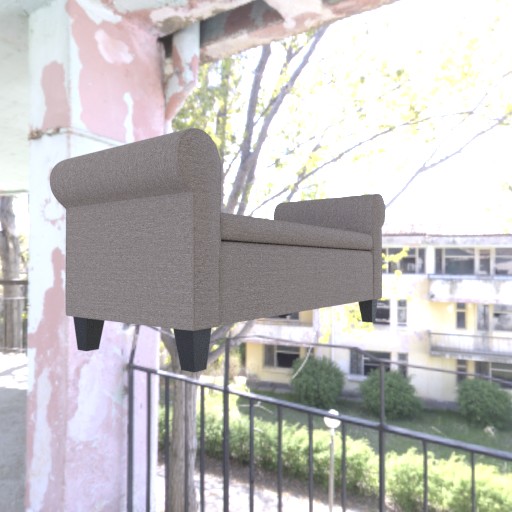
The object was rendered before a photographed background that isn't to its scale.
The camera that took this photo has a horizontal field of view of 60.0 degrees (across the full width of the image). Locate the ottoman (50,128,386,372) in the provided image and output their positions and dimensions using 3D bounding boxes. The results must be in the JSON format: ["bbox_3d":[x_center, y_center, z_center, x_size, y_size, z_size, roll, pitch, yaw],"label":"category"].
[{"bbox_3d":[0.000,0.000,1.582,0.521,0.547,1.256,-1,-1,36],"label":"ottoman"}]
